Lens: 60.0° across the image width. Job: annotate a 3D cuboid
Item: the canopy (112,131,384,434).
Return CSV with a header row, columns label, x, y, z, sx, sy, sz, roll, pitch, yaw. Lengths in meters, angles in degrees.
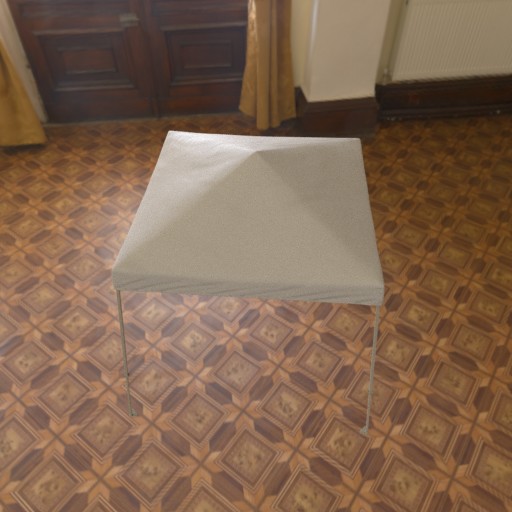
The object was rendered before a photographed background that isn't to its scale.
label,x,y,z,sx,sy,sz,roll,pitch,yaw
canopy,0.000,0.000,6.623,3.600,3.600,3.599,3,46,3
